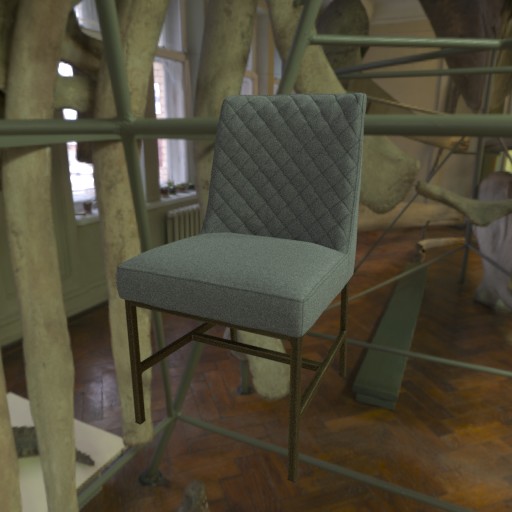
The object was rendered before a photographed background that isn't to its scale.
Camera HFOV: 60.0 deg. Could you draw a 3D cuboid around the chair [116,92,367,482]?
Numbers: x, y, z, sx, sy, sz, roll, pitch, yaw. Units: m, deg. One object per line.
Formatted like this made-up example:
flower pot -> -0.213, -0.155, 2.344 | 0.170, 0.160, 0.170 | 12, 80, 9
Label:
chair -> 0.000, 0.000, 1.238 | 0.508, 0.889, 0.587 | 8, 18, 26
